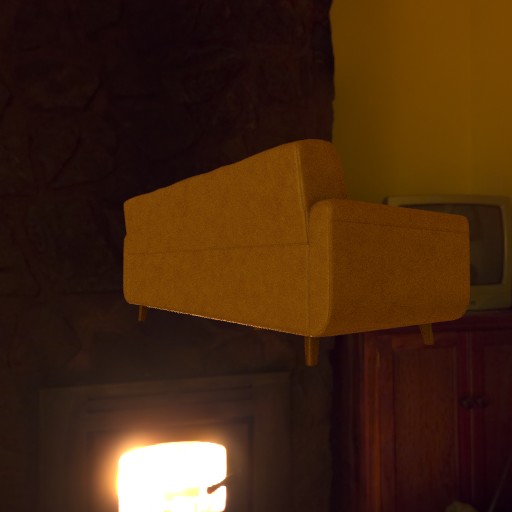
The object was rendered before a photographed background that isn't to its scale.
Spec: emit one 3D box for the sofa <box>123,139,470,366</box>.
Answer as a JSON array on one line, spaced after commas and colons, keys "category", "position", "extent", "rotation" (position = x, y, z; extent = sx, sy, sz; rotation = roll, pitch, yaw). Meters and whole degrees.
[{"category": "sofa", "position": [0.000, 0.000, 2.671], "extent": [0.980, 0.892, 2.137], "rotation": [1, -2, -36]}]
